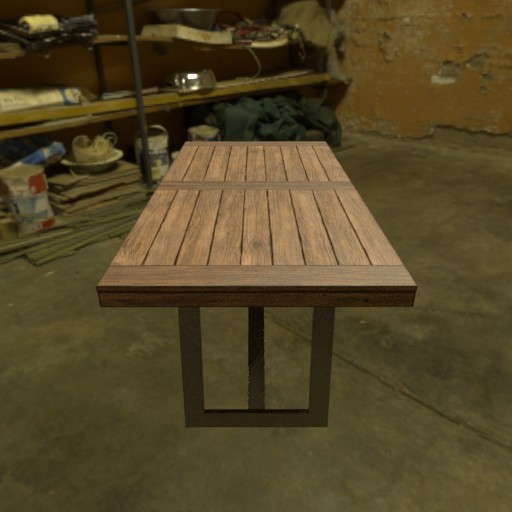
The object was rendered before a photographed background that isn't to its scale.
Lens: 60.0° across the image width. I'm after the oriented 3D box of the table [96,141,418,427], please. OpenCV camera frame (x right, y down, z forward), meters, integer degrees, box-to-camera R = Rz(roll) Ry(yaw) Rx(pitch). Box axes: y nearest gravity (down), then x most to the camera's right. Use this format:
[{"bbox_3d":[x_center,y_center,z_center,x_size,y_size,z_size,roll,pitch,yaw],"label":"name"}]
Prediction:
[{"bbox_3d":[0.000,0.000,2.287,0.931,0.757,1.867,0,27,0],"label":"table"}]
